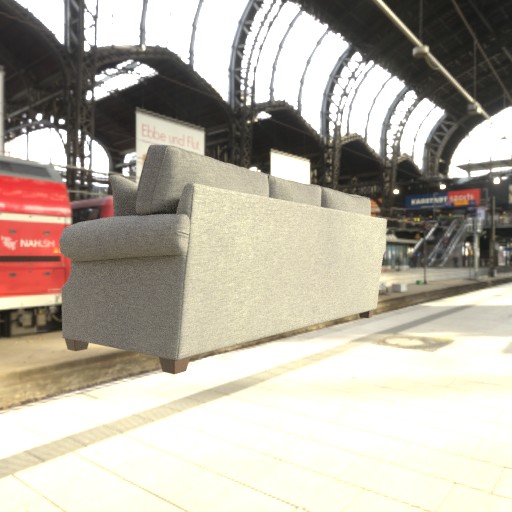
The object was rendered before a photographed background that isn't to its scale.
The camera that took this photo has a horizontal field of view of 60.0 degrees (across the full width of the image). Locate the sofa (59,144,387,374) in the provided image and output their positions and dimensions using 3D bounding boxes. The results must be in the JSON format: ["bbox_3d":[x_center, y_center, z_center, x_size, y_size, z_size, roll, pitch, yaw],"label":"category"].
[{"bbox_3d":[0.000,0.000,2.882,0.965,0.975,2.312,0,0,37],"label":"sofa"}]
